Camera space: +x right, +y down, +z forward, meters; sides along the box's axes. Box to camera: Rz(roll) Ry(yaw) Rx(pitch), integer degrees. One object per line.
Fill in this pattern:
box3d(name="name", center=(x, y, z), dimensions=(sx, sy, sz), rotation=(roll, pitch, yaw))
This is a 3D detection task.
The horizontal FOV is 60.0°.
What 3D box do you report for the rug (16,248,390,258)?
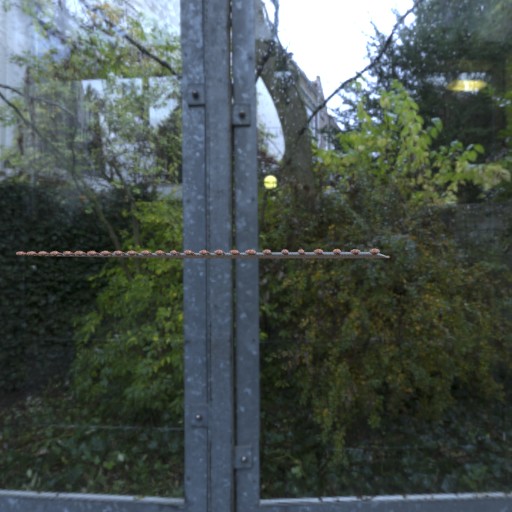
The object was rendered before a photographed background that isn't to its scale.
box3d(name="rug", center=(0.000, 0.000, 4.321), dimensions=(2.451, 0.035, 3.369), rotation=(0, -1, 18))
